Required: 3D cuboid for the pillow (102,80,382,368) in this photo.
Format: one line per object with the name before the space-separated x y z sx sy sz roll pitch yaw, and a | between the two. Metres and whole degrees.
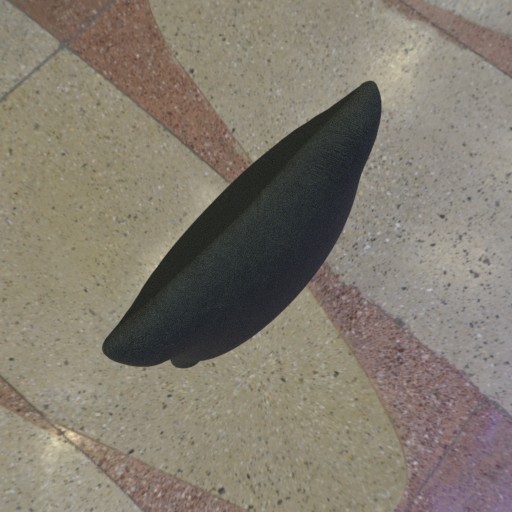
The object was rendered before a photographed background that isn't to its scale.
pillow | 0.000 0.000 0.817 0.210 0.523 0.533 41 79 10
